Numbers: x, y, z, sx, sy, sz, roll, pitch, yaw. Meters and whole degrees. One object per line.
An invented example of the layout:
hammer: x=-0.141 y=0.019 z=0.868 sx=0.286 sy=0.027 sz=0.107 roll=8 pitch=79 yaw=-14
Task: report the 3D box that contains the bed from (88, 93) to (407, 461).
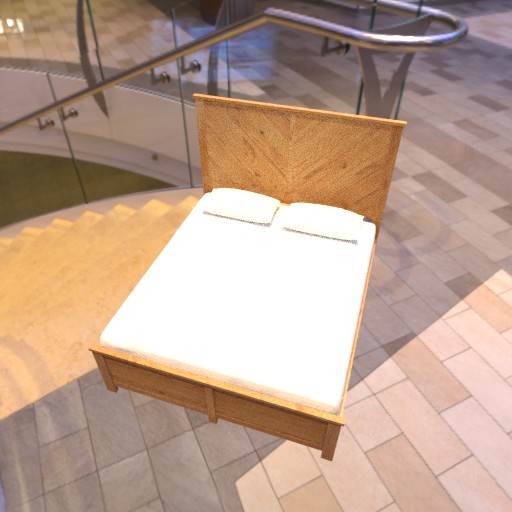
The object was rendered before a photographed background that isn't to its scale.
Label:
bed: x=0.000 y=0.000 z=4.266 sx=2.225 sy=1.938 sz=2.530 roll=12 pitch=43 yaw=13
